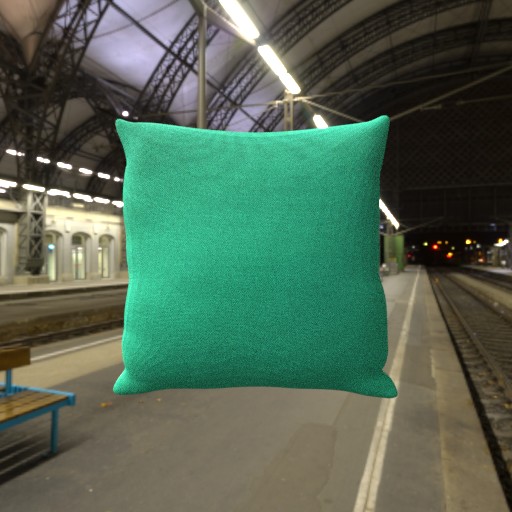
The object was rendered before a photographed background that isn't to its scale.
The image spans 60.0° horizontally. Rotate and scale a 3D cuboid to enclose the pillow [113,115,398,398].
[{"bbox_3d":[0.000,0.000,0.694,0.440,0.441,0.182,0,0,-1],"label":"pillow"}]
